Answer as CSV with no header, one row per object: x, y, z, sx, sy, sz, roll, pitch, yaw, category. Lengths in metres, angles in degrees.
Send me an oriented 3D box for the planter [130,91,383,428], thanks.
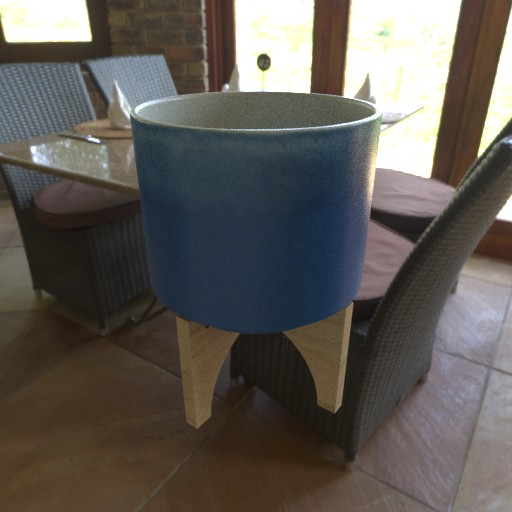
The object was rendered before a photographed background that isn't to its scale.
0.000,0.000,0.406,0.192,0.263,0.192,0,27,0,planter
